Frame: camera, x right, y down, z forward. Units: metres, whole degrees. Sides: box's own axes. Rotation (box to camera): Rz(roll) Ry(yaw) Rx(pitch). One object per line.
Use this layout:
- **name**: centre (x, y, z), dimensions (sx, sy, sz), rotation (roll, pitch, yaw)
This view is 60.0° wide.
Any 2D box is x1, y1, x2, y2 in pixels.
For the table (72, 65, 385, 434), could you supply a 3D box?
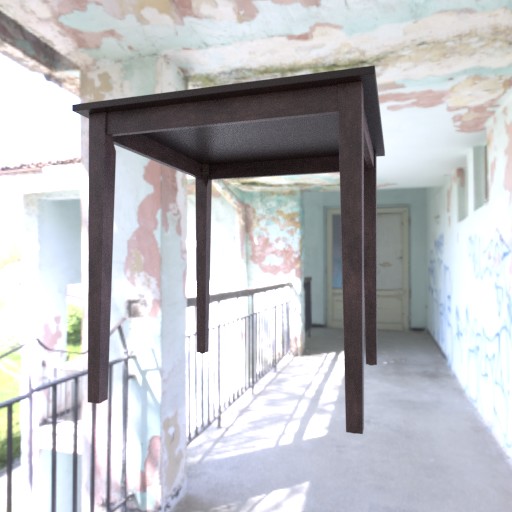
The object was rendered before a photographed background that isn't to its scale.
- **table**: centre (0.000, 0.000, 1.372), dimensions (0.749, 0.770, 0.749), rotation (0, -1, 18)
